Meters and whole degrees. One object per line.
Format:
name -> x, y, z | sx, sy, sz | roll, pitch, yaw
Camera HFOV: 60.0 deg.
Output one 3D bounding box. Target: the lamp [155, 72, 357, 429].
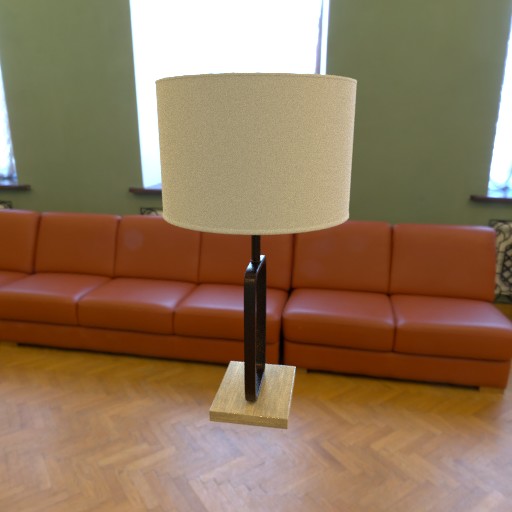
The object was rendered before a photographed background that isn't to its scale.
lamp -> 0.000, 0.000, 0.697 | 0.279, 0.508, 0.279 | 3, 17, 9
